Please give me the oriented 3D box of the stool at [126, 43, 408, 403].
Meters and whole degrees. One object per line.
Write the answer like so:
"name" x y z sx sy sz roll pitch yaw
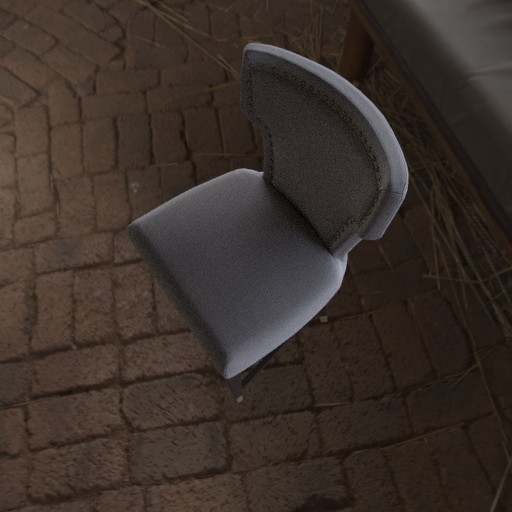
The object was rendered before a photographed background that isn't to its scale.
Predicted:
"stool" 0.000 0.000 1.320 0.563 0.982 0.527 -33 67 -15
